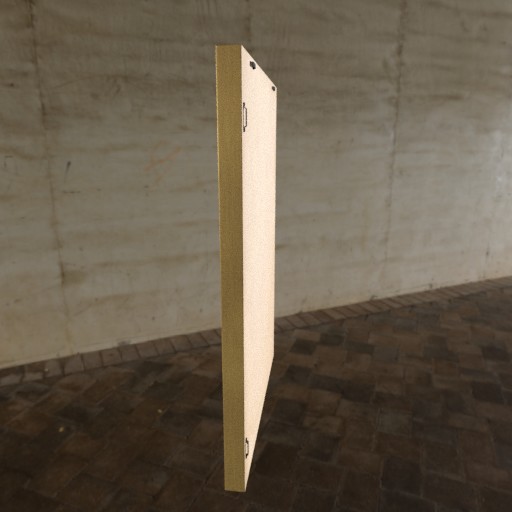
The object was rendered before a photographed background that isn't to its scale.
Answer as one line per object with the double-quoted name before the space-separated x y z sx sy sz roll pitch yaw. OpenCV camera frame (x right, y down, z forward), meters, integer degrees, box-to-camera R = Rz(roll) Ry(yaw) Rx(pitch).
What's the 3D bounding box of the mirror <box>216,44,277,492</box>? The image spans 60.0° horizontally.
"mirror" 0.000 0.000 0.920 0.040 0.710 0.507 2 15 8
